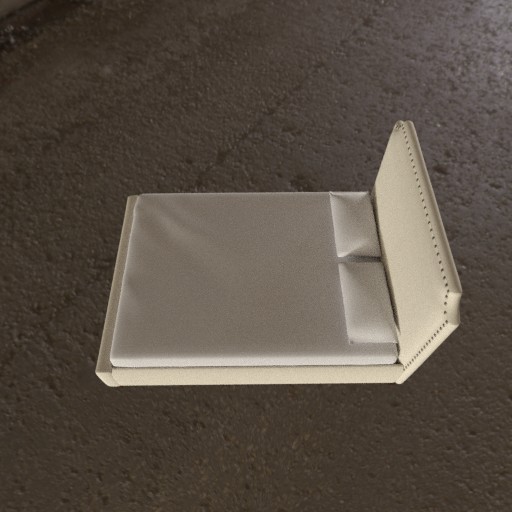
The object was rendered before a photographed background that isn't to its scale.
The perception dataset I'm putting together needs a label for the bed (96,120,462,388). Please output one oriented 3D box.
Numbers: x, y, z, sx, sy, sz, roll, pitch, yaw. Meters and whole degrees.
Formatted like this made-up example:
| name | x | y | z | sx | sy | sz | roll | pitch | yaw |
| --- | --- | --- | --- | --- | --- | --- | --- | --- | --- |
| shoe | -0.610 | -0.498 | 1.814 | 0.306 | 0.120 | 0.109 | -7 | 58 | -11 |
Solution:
| name | x | y | z | sx | sy | sz | roll | pitch | yaw |
| --- | --- | --- | --- | --- | --- | --- | --- | --- | --- |
| bed | 0.000 | 0.000 | 3.463 | 2.372 | 1.443 | 1.712 | -1 | 58 | 0 |
